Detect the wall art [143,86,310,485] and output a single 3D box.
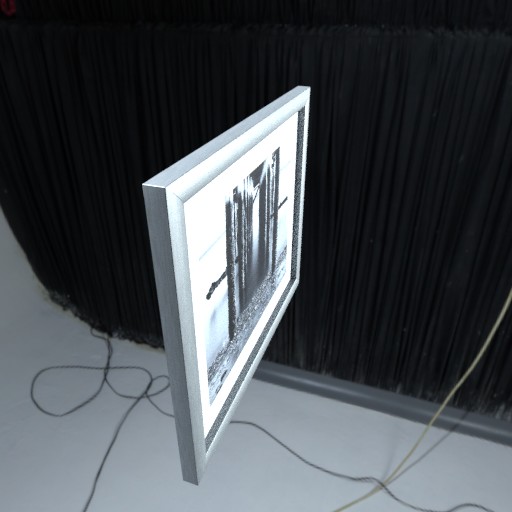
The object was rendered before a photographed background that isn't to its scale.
[{"bbox_3d":[0.000,0.000,0.751,0.028,0.457,0.556,10,32,17],"label":"wall art"}]
